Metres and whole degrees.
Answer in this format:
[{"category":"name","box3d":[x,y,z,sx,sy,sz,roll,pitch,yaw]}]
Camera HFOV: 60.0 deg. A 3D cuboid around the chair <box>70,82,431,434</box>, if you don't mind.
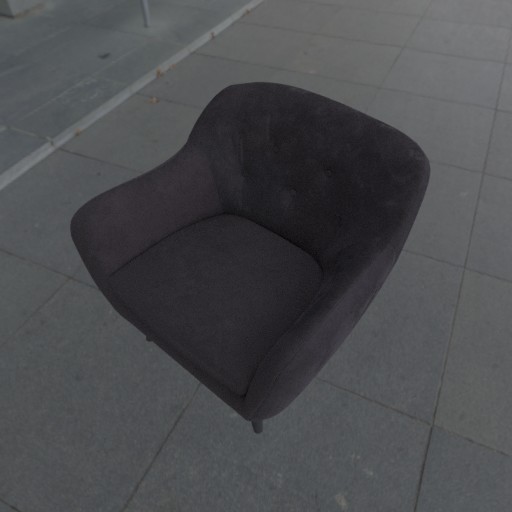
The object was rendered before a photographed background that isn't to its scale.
[{"category":"chair","box3d":[0.000,0.000,1.472,0.840,0.807,0.819,32,54,26]}]
